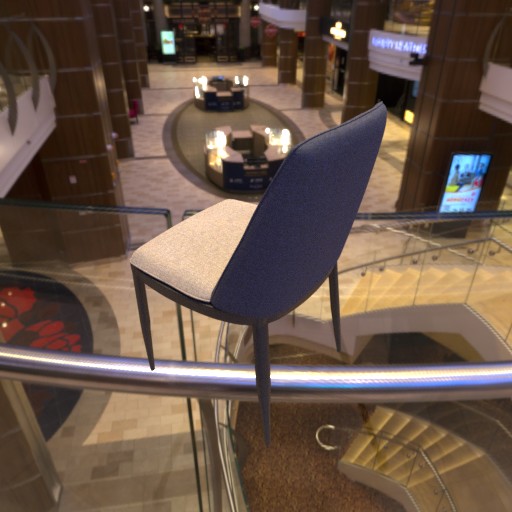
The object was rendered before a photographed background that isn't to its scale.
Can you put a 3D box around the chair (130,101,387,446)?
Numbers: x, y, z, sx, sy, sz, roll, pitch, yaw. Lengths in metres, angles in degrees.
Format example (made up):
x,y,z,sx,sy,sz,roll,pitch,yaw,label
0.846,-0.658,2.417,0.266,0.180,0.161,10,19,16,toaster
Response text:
x,y,z,sx,sy,sz,roll,pitch,yaw,label
0.000,0.000,1.208,0.551,0.839,0.480,20,37,29,chair
